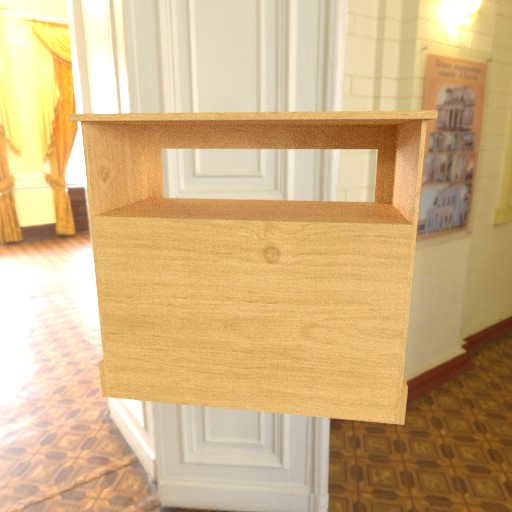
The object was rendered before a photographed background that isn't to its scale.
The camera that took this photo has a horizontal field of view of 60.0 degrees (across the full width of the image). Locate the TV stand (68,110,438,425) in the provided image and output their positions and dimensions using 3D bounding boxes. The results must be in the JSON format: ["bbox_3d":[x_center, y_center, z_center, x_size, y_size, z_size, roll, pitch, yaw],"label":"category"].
[{"bbox_3d":[0.000,0.000,1.313,0.851,0.787,0.430,2,15,9],"label":"TV stand"}]
